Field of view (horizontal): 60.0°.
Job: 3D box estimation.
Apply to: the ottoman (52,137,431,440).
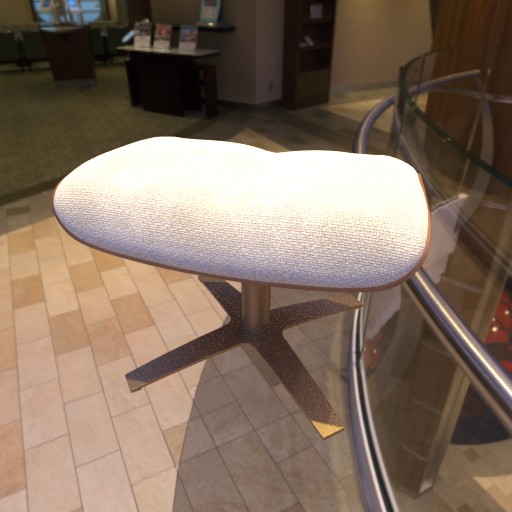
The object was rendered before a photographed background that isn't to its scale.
[{"bbox_3d":[0.000,0.000,0.794,0.520,0.391,0.394,9,32,14],"label":"ottoman"}]
